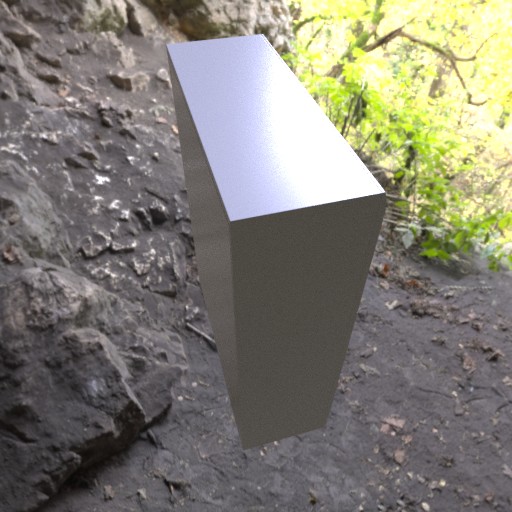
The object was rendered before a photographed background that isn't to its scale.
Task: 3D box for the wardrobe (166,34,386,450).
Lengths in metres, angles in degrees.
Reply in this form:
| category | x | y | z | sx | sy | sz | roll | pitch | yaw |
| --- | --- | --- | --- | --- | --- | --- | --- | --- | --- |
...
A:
| category | x | y | z | sx | sy | sz | roll | pitch | yaw |
| --- | --- | --- | --- | --- | --- | --- | --- | --- | --- |
| wardrobe | 0.000 | 0.000 | 1.618 | 0.360 | 1.200 | 0.900 | -12 | 47 | -11 |
